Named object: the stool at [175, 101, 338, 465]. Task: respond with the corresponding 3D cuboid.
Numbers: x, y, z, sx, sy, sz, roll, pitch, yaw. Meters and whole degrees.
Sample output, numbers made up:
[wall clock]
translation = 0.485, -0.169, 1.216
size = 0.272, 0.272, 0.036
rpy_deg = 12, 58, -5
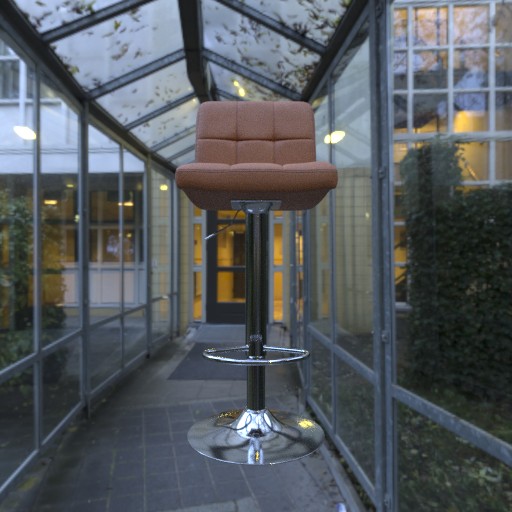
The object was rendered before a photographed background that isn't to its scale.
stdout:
[stool]
translation = 0.000, 0.000, 1.381
size = 0.430, 1.115, 0.505
rpy_deg = 0, 0, 0
